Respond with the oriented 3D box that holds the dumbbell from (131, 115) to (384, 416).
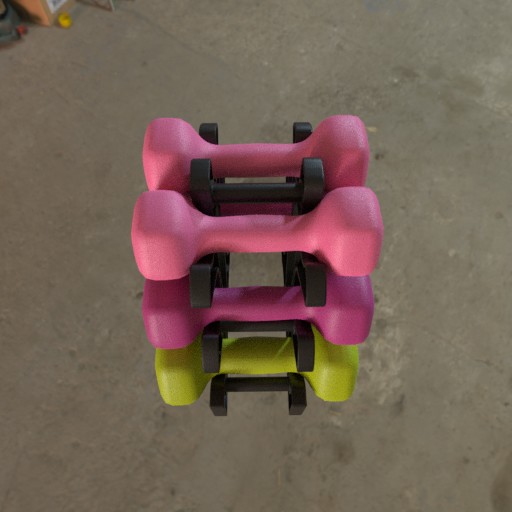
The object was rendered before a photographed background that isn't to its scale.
[{"bbox_3d":[0.000,0.000,0.430,0.203,0.261,0.257,-1,62,0],"label":"dumbbell"}]
